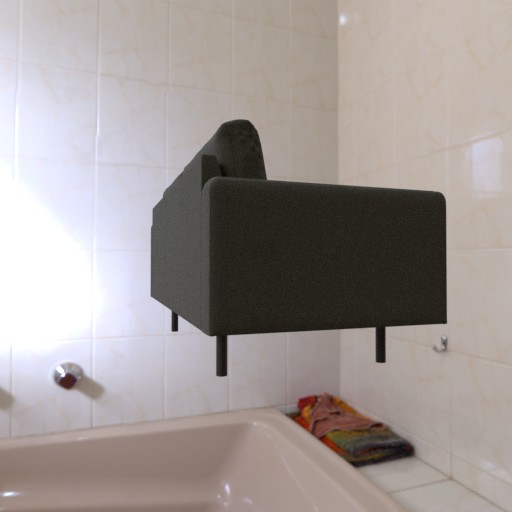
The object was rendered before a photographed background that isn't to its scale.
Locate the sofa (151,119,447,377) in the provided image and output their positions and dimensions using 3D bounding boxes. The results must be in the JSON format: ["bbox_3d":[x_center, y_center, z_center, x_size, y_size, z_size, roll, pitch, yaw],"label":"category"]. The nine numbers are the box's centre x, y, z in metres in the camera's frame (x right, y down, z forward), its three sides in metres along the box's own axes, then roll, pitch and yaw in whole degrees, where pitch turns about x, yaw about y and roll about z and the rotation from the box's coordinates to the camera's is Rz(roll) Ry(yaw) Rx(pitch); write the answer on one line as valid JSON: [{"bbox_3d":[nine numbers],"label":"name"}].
[{"bbox_3d":[0.000,0.000,2.268,0.889,0.897,1.730,0,-1,-19],"label":"sofa"}]
